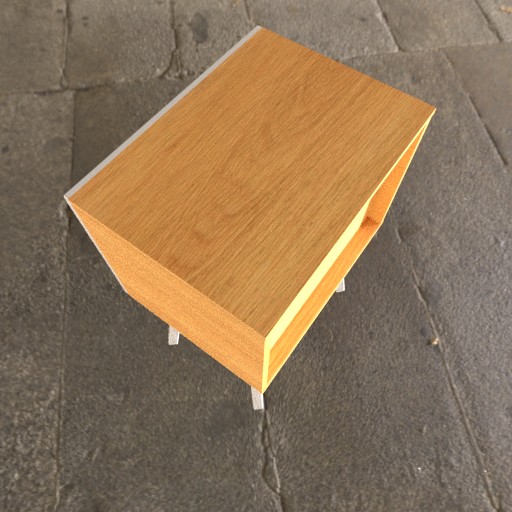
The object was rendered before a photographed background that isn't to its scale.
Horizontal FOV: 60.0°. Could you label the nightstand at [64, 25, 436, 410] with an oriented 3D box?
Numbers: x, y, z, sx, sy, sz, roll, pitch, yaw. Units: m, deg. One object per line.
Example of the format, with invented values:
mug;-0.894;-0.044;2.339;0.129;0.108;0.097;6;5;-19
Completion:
nightstand;0.000;0.000;0.836;0.316;0.601;0.400;33;67;16
